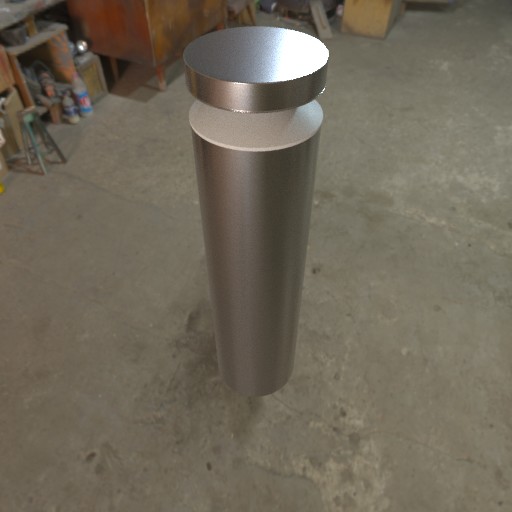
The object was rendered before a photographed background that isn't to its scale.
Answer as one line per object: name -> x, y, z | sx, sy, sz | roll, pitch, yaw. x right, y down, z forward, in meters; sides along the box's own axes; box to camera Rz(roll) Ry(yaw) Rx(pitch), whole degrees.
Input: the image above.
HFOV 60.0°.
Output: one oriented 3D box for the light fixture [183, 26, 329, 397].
light fixture -> 0.000, 0.000, 0.447 | 0.102, 0.400, 0.102 | -9, 46, -8
